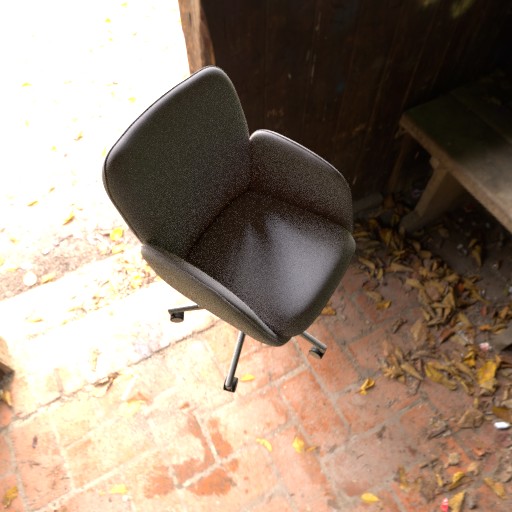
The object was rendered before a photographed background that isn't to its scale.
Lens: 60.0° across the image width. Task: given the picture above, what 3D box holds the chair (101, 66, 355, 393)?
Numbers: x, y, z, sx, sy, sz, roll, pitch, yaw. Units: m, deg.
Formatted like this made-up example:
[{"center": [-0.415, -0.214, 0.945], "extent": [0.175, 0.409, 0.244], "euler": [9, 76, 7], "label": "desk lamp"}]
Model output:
[{"center": [0.000, 0.000, 1.431], "extent": [0.633, 0.959, 0.648], "euler": [29, 63, 17], "label": "chair"}]
